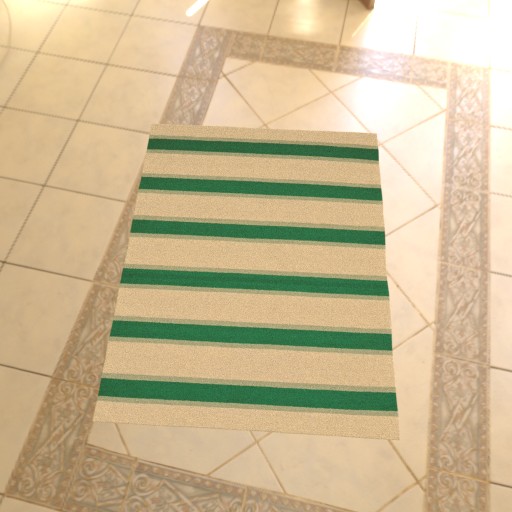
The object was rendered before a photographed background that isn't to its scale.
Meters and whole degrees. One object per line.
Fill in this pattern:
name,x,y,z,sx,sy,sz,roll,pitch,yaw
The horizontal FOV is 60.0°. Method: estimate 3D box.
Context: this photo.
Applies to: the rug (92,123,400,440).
rug,0.000,0.000,4.126,2.434,0.019,3.041,3,65,1
